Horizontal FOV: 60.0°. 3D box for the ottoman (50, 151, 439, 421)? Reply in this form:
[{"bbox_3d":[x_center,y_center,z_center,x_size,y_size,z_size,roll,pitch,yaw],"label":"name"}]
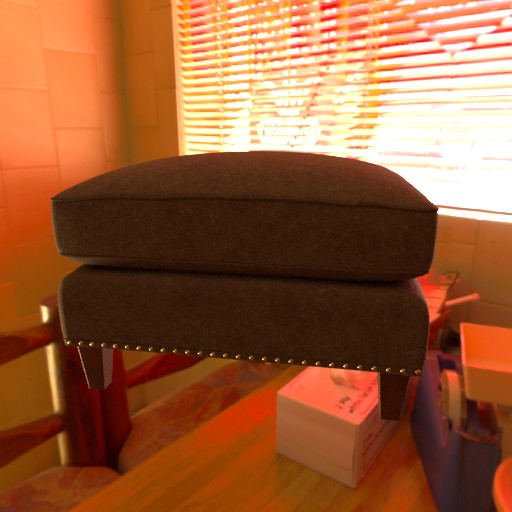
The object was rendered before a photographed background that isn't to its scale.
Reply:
[{"bbox_3d":[0.000,0.000,1.116,0.741,0.513,0.584,3,16,10],"label":"ottoman"}]
